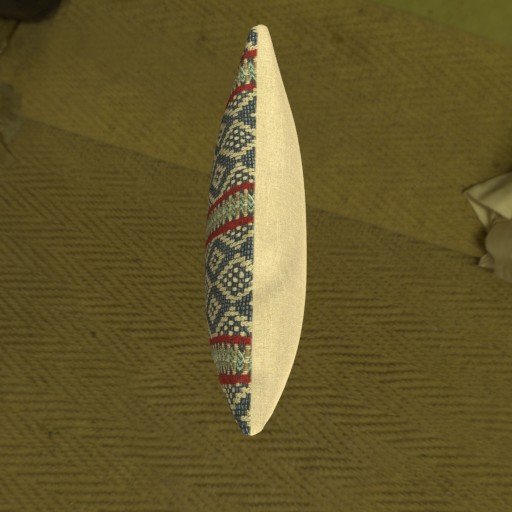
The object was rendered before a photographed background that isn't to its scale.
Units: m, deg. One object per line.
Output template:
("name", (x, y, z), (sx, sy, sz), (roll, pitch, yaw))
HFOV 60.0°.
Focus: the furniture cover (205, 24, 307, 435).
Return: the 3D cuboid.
("furniture cover", (0.000, 0.000, 0.648), (0.139, 0.431, 0.431), (1, 76, 0))
